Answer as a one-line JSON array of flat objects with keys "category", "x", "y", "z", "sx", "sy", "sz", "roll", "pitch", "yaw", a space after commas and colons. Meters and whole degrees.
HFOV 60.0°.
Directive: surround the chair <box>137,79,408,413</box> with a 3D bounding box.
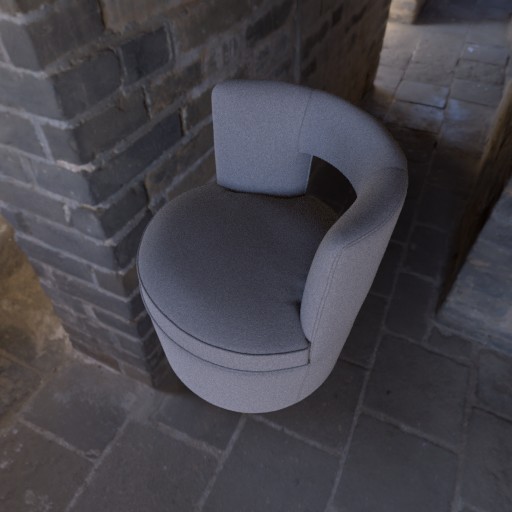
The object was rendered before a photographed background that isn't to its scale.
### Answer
[{"category": "chair", "x": 0.000, "y": 0.000, "z": 1.250, "sx": 0.660, "sy": 0.719, "sz": 0.689, "roll": -17, "pitch": 49, "yaw": -15}]
